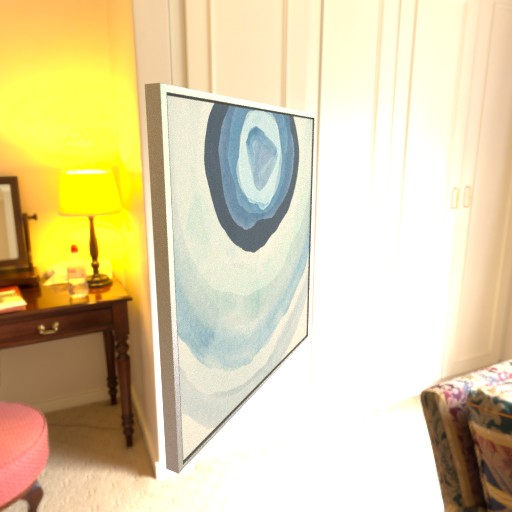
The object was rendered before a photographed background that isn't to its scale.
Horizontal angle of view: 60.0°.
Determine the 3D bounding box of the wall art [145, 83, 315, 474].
[{"bbox_3d":[0.000,0.000,1.235,0.038,0.807,0.809,7,15,26],"label":"wall art"}]
